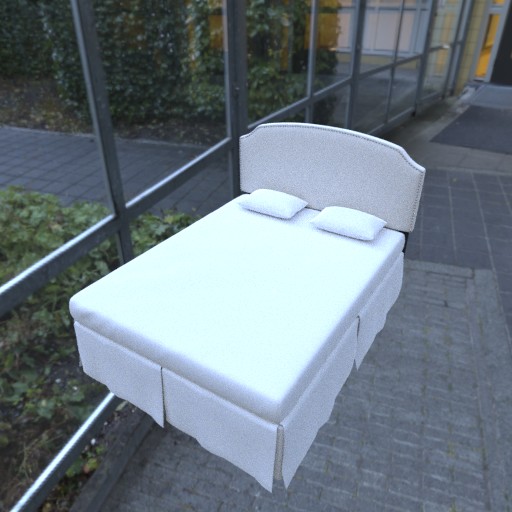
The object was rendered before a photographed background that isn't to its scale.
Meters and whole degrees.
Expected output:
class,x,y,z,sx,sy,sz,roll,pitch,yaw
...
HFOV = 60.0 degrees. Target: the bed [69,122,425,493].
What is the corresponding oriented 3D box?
class,x,y,z,sx,sy,sz,roll,pitch,yaw
bed,0.000,0.000,2.916,1.558,1.270,1.999,18,35,27
